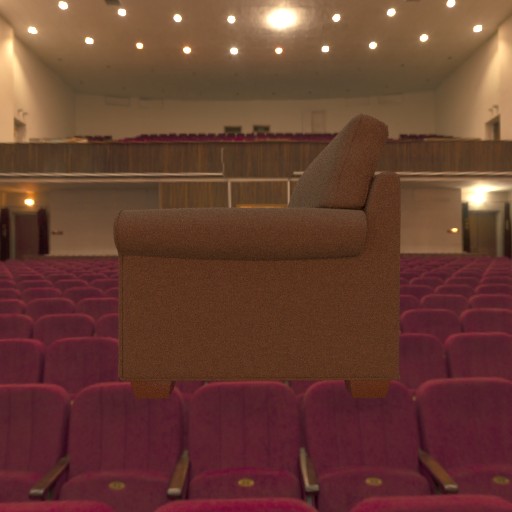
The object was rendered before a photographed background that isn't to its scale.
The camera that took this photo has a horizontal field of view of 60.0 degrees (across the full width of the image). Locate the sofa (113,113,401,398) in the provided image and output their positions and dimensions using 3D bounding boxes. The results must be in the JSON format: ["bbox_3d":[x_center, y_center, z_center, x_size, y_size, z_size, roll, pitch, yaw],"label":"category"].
[{"bbox_3d":[0.000,0.000,2.078,0.940,0.953,1.410,0,-1,-1],"label":"sofa"}]
